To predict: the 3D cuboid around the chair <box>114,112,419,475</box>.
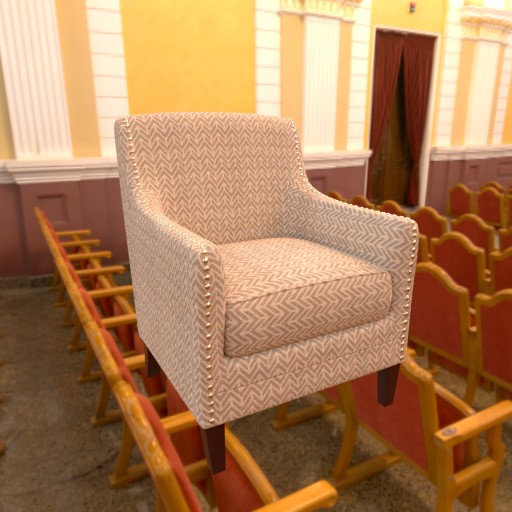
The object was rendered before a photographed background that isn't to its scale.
[{"bbox_3d":[0.000,0.000,1.296,0.623,0.816,0.651,-9,18,-28],"label":"chair"}]
